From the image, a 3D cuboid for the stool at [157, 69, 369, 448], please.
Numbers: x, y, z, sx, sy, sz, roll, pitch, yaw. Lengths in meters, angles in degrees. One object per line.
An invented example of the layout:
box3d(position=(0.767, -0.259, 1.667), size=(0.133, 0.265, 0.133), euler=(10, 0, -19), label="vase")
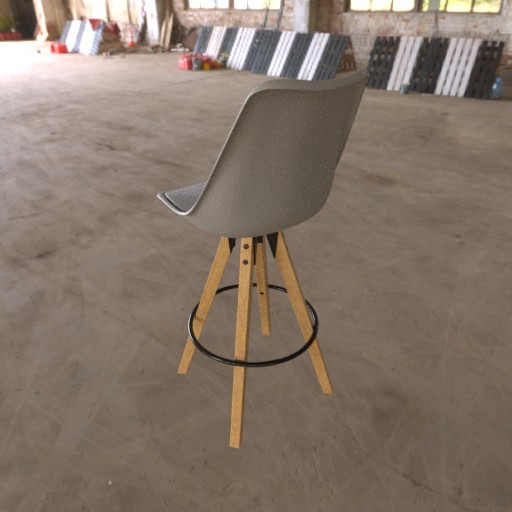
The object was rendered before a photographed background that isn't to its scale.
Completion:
box3d(position=(0.000, 0.000, 1.379), size=(0.485, 1.115, 0.550), euler=(-19, 35, -29), label="stool")
